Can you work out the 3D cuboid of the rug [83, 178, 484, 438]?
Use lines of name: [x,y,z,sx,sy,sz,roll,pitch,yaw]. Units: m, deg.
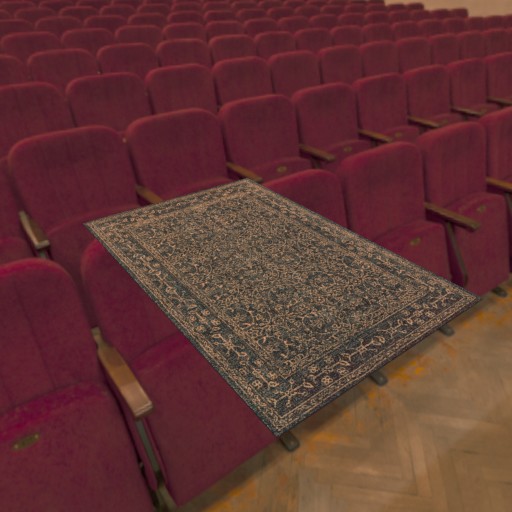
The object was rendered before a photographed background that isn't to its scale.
rug: [0.000,0.000,2.311,1.200,0.005,1.819,-21,38,-31]
